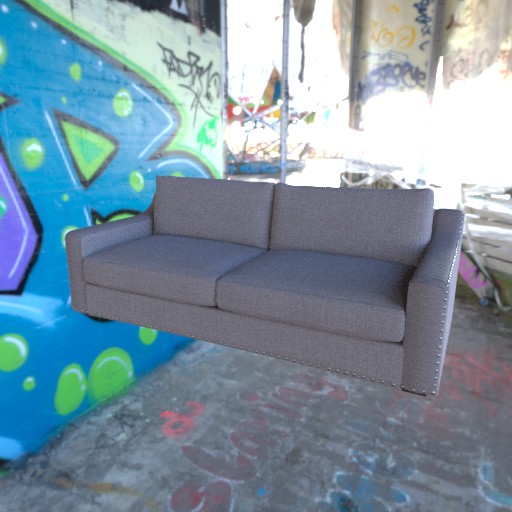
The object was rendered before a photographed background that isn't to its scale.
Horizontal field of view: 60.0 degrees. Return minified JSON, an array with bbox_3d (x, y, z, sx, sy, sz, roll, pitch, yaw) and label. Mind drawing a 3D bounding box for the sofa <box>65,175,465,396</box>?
[{"bbox_3d":[0.000,0.000,2.681,2.208,0.857,1.000,7,17,26],"label":"sofa"}]
